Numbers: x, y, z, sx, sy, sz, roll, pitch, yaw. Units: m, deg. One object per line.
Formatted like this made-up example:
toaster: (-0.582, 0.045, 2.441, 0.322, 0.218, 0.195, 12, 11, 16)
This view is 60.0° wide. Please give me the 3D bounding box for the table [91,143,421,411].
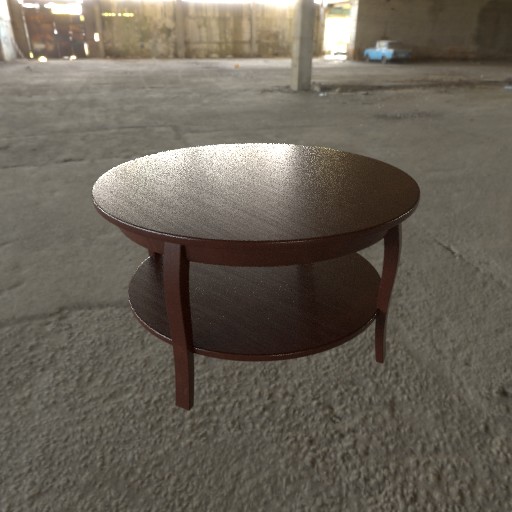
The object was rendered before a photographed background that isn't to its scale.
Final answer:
table: (0.000, 0.000, 1.404, 0.911, 0.512, 0.911, 0, 26, 0)
